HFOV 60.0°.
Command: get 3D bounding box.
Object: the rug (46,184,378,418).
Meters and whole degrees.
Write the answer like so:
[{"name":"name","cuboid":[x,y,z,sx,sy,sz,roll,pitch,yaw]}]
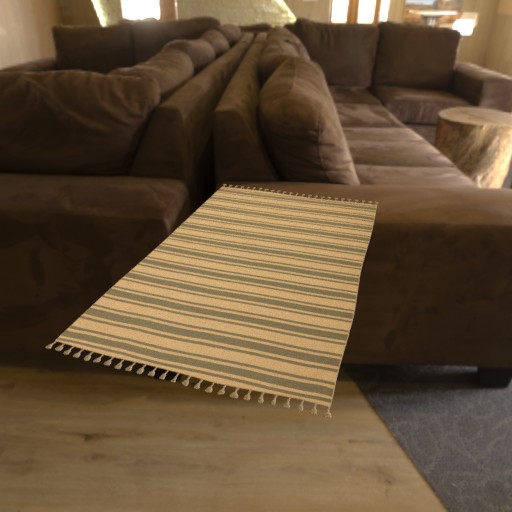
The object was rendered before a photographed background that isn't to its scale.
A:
[{"name":"rug","cuboid":[0.000,0.000,2.572,1.222,0.009,2.084,9,31,16]}]
